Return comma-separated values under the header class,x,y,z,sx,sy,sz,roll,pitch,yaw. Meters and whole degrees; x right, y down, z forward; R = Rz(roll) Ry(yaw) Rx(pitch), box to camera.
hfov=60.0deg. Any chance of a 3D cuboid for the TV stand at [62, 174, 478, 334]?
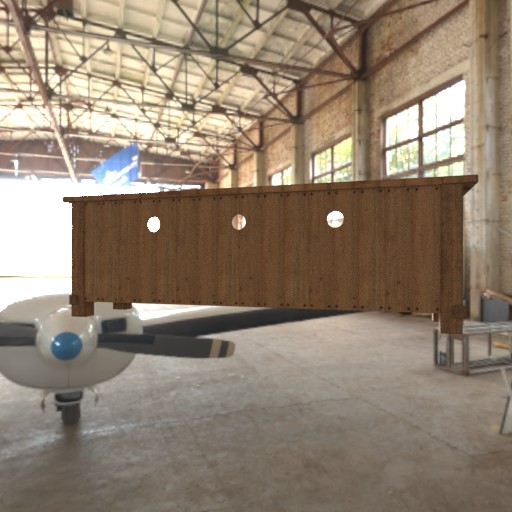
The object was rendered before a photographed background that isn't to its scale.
class,x,y,z,sx,sy,sz,roll,pitch,yaw
TV stand,0.000,0.000,2.062,1.804,0.573,0.453,0,-1,18
